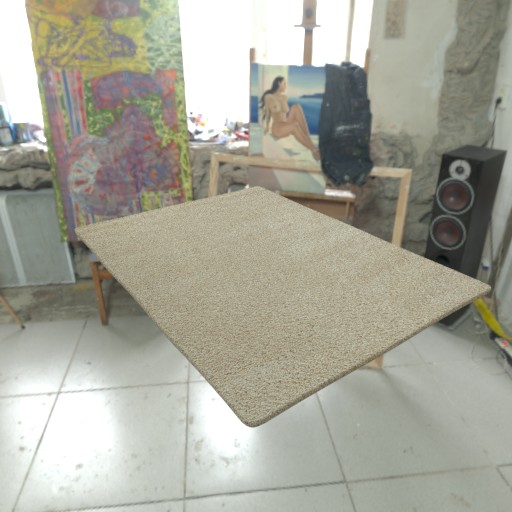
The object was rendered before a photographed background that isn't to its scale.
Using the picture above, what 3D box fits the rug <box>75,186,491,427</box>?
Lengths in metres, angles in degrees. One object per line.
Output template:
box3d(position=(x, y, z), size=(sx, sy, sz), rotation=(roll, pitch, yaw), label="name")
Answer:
box3d(position=(0.000, 0.000, 2.050), size=(1.199, 0.025, 1.600), rotation=(-18, 32, -32), label="rug")
